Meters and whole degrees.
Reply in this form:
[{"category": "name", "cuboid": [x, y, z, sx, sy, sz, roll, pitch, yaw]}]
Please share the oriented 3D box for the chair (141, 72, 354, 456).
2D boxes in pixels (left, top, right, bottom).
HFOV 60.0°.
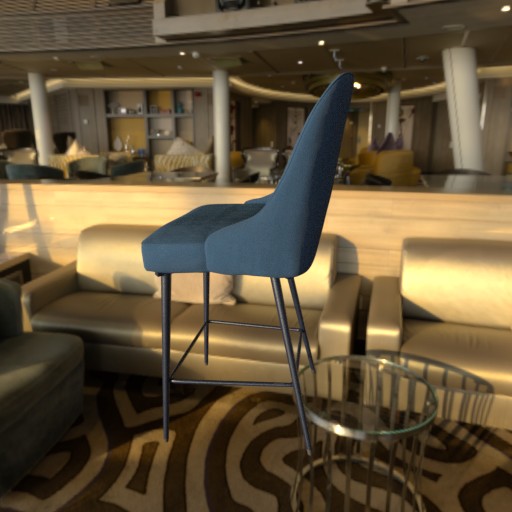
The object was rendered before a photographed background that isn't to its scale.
[{"category": "chair", "cuboid": [0.000, 0.000, 1.244, 0.489, 0.927, 0.526, 2, 15, 8]}]
